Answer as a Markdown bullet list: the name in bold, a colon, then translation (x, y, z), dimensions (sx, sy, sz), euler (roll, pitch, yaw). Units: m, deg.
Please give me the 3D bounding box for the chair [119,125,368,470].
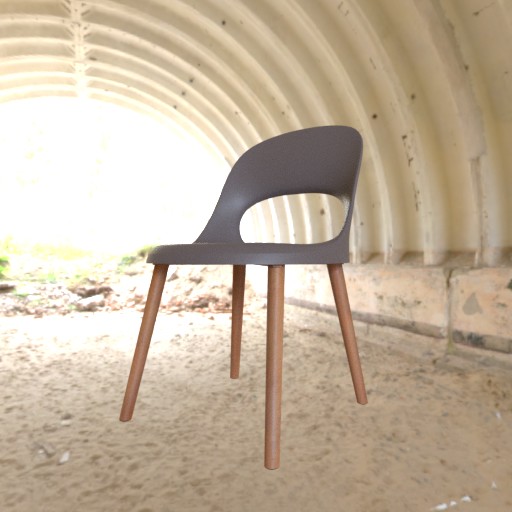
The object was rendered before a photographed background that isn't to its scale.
- **chair**: translation (0.000, 0.000, 1.158), dimensions (0.470, 0.794, 0.556), euler (0, 0, 35)
